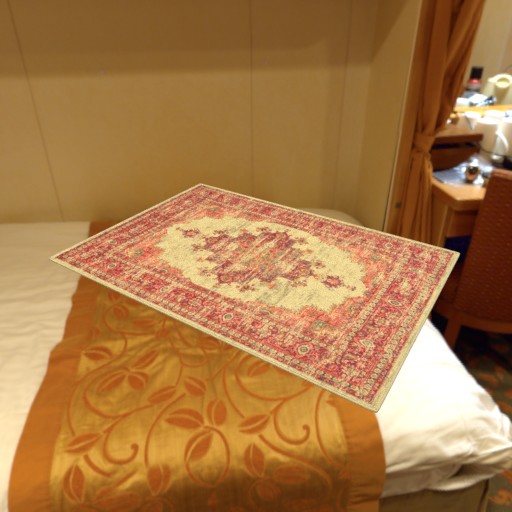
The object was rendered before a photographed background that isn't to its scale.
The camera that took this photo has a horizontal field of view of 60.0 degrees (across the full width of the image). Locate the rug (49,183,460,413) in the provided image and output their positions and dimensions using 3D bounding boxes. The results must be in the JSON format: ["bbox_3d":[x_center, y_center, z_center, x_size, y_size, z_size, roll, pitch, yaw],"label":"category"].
[{"bbox_3d":[0.000,0.000,3.762,2.878,0.014,2.005,19,36,28],"label":"rug"}]
